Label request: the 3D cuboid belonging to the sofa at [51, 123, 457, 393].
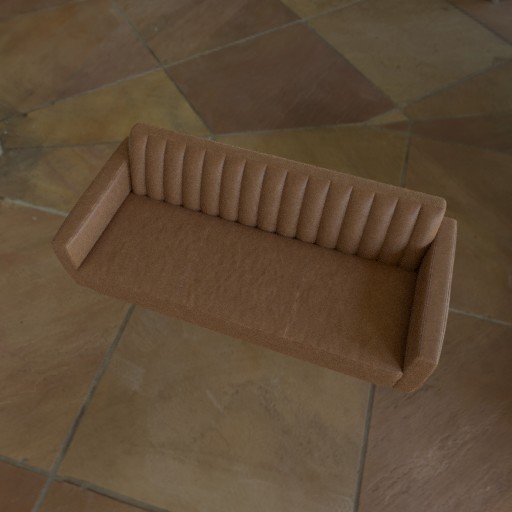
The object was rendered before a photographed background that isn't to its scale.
[{"bbox_3d":[0.000,0.000,2.807,2.291,0.821,0.990,16,59,10],"label":"sofa"}]
